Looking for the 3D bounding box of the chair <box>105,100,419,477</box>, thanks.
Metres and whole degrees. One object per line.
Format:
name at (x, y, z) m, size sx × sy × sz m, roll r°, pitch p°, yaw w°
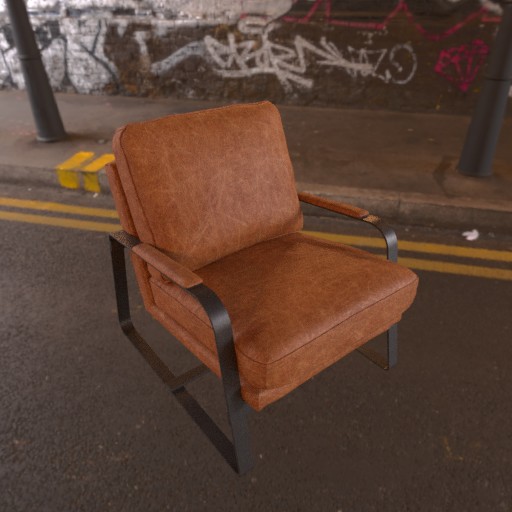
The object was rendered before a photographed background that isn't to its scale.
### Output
chair at (0.000, 0.000, 1.343) m, size 0.651 × 0.777 × 0.801 m, roll -22°, pitch 37°, yaw -32°
